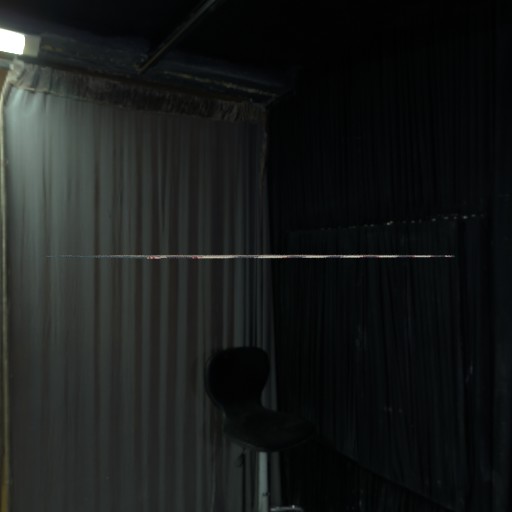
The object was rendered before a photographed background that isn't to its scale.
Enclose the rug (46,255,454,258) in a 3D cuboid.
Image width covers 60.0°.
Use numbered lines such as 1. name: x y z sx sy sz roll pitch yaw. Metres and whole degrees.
1. rug: 0.000 0.000 2.988 2.311 0.010 1.522 0 0 -37
